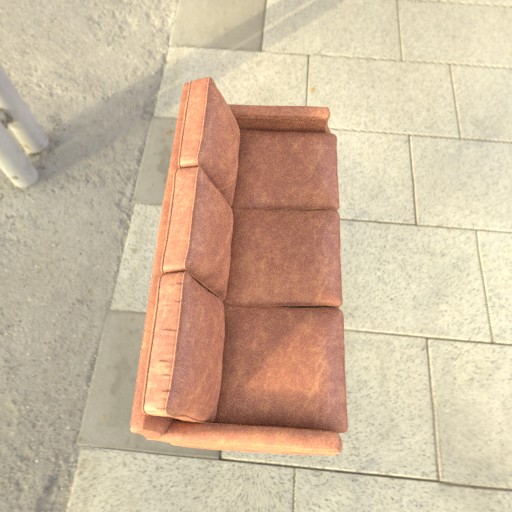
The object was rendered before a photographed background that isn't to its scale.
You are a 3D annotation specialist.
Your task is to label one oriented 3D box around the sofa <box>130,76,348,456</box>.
[{"bbox_3d":[0.000,0.000,2.786,1.084,1.003,2.246,2,65,1],"label":"sofa"}]
